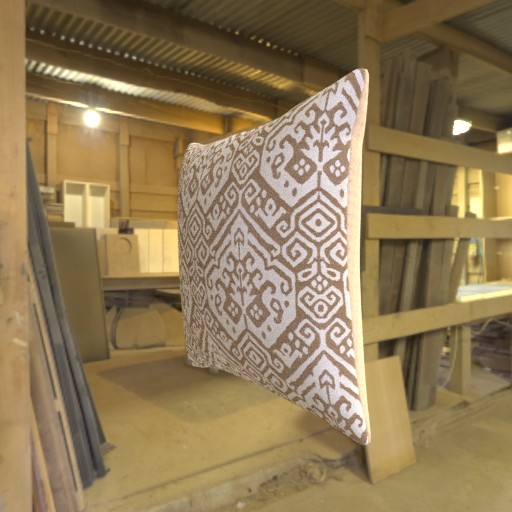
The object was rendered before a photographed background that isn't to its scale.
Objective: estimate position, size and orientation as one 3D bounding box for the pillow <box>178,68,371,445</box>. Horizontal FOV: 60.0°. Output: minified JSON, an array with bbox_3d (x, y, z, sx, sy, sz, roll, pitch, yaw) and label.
[{"bbox_3d":[0.000,0.000,0.647,0.173,0.407,0.419,0,0,-35],"label":"pillow"}]
